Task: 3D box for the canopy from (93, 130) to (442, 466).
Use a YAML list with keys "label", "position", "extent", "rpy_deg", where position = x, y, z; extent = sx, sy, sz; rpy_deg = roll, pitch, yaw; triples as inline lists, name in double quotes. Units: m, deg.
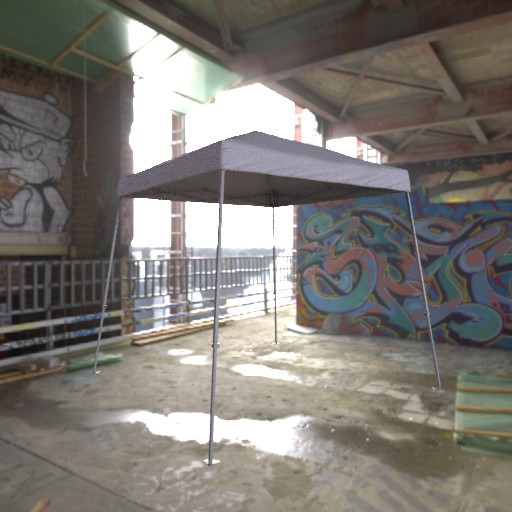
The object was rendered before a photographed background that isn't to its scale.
- label: "canopy"
  position: [0.000, 0.000, 5.039]
  extent: [2.849, 2.850, 2.850]
  rpy_deg: [-1, 1, -36]
